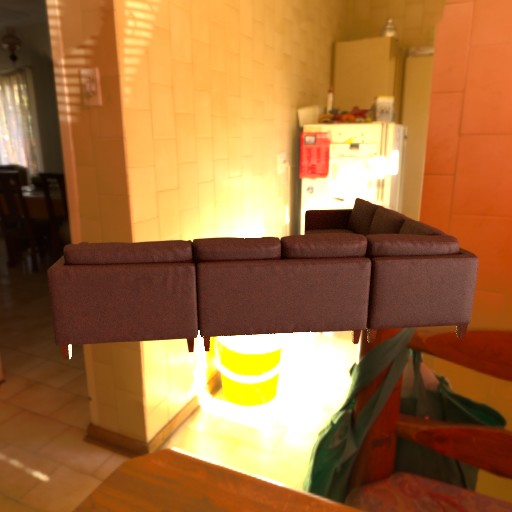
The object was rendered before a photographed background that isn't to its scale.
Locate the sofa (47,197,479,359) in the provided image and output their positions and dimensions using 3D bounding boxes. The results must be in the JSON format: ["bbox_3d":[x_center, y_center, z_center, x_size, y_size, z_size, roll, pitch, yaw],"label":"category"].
[{"bbox_3d":[0.000,0.000,4.744,3.460,0.923,2.593,-2,15,-6],"label":"sofa"}]
